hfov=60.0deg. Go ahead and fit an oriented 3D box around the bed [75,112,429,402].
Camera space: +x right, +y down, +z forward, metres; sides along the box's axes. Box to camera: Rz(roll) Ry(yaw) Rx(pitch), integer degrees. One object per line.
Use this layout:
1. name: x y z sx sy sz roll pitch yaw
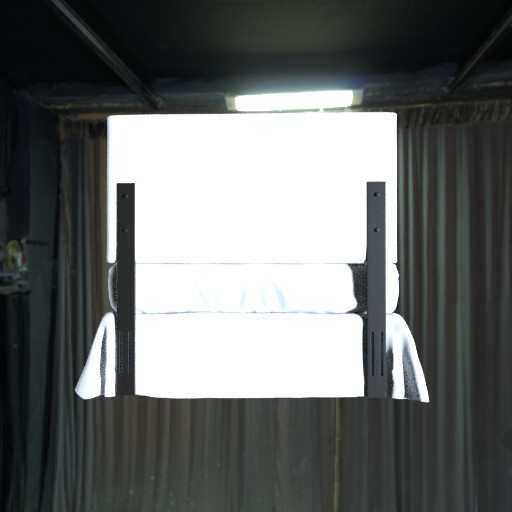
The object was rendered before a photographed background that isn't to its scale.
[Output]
1. bed: 0.000 0.000 3.478 1.936 1.577 2.222 0 0 2
